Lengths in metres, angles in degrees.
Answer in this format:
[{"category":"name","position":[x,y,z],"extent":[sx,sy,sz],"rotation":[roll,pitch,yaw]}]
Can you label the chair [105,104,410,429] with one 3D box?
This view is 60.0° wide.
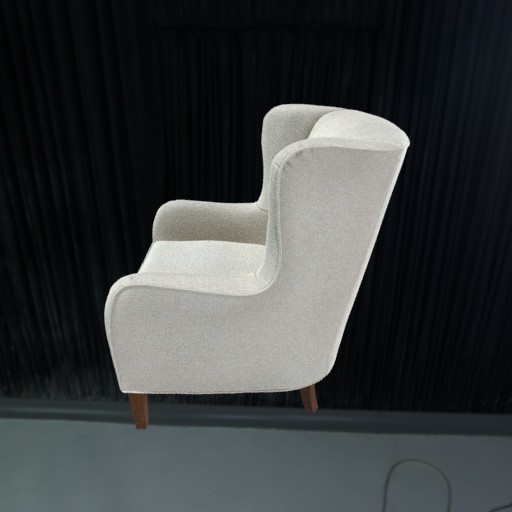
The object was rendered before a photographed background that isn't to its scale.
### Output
[{"category":"chair","position":[0.000,0.000,1.724],"extent":[0.966,1.040,0.838],"rotation":[0,26,0]}]
